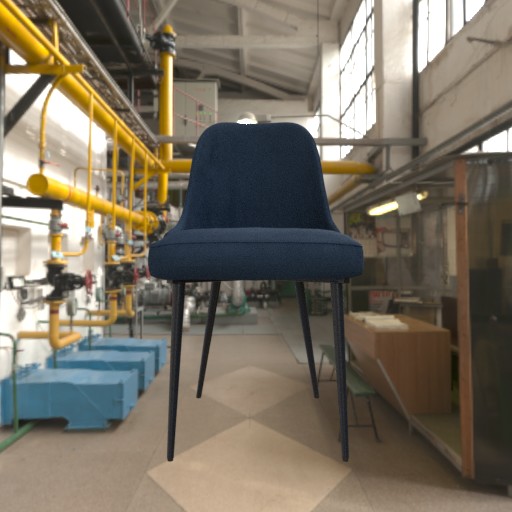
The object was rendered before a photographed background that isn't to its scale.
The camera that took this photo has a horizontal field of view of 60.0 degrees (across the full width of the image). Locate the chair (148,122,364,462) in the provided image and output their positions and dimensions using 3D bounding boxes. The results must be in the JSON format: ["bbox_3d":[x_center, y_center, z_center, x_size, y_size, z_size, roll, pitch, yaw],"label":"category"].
[{"bbox_3d":[0.000,0.000,1.212,0.478,0.896,0.559,0,0,0],"label":"chair"}]
